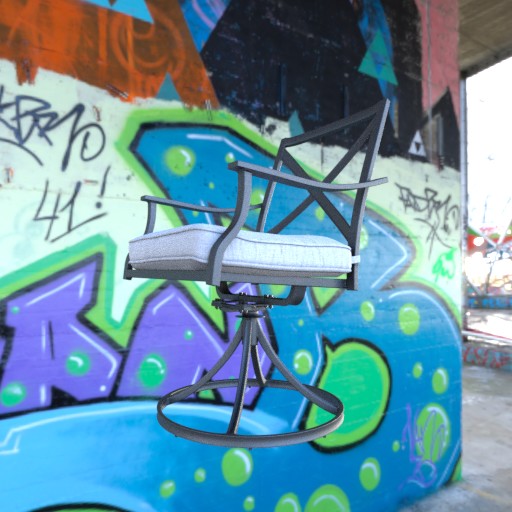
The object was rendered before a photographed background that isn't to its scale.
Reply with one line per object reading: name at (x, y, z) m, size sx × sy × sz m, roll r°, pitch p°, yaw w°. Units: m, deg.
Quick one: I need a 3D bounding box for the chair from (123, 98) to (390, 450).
chair at (0.000, 0.000, 1.280) m, size 0.620 × 0.889 × 0.575 m, roll 1°, pitch -2°, yaw -34°
